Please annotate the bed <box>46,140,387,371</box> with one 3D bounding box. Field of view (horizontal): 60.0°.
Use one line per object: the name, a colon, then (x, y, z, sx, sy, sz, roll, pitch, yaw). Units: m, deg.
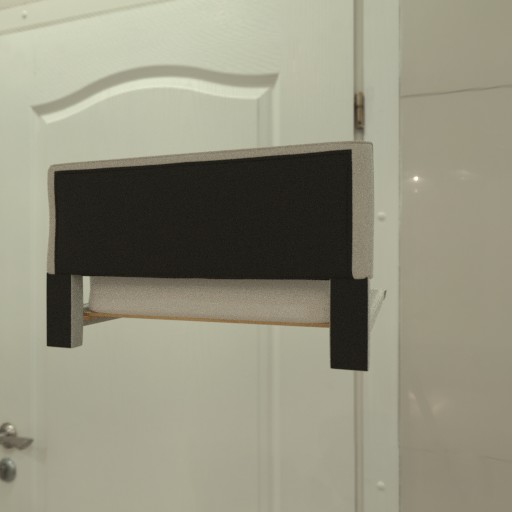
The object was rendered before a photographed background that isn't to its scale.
bed: (0.000, 0.000, 3.351, 1.840, 1.067, 2.368, 0, 0, 18)
